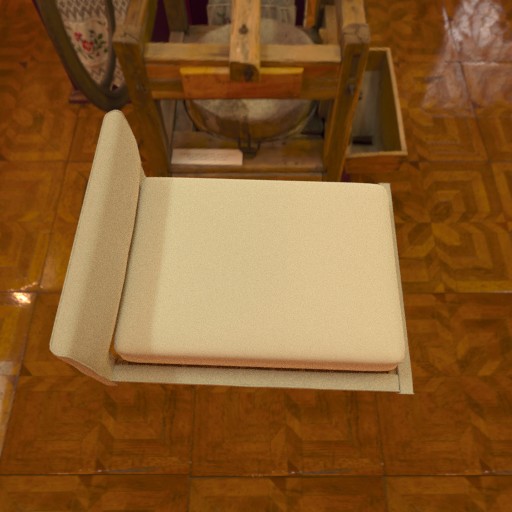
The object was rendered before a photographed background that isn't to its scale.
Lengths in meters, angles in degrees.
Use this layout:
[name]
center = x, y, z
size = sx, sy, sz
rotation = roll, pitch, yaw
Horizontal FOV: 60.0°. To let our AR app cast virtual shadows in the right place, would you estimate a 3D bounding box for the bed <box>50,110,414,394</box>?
[bed]
center = 0.000, 0.000, 3.337
size = 2.368, 1.067, 1.840
rotation = 2, 64, 1
